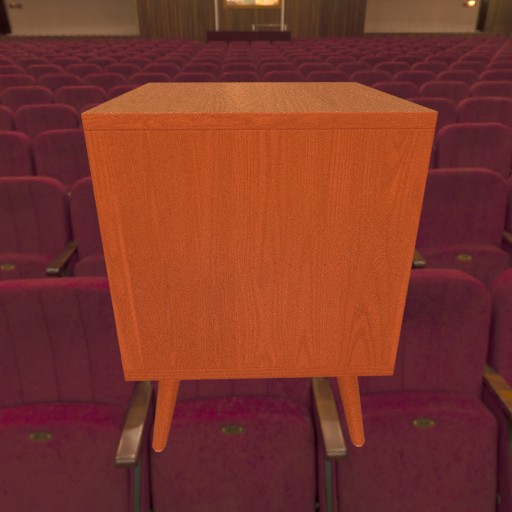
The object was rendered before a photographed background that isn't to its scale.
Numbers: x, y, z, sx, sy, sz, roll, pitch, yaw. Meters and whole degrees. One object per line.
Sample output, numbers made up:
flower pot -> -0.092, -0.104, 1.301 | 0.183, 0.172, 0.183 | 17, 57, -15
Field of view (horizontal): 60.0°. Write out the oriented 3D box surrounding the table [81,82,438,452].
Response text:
table -> 0.000, 0.000, 0.795 | 0.400, 0.550, 0.400 | -1, 26, -2
